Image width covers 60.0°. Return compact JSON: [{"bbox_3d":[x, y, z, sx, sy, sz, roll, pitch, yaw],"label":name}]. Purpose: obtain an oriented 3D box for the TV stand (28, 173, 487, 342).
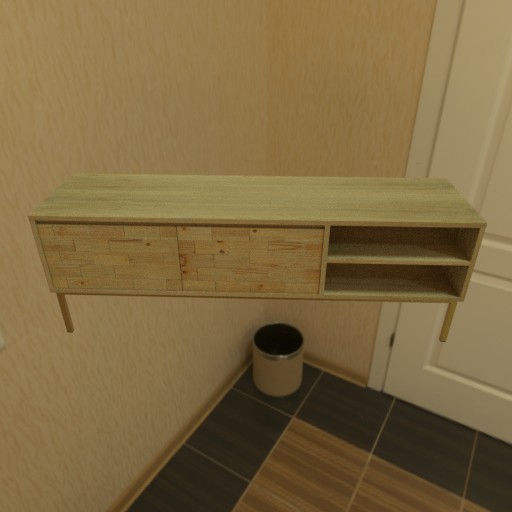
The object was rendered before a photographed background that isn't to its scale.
[{"bbox_3d":[0.000,0.000,1.863,1.600,0.550,0.420,1,31,2],"label":"TV stand"}]
